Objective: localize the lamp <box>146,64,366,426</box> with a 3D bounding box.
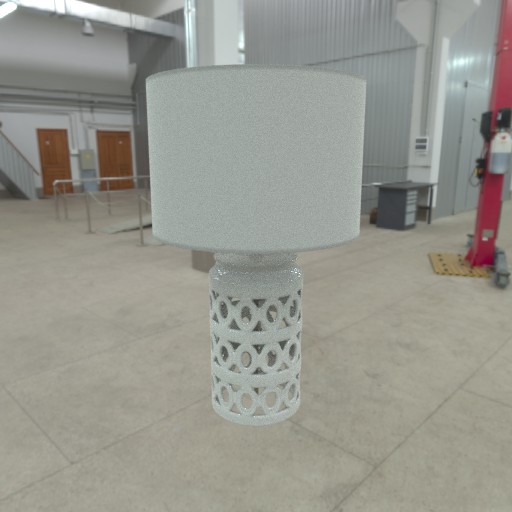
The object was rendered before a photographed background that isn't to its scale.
[{"bbox_3d":[0.000,0.000,0.689,0.310,0.502,0.310,0,14,0],"label":"lamp"}]
